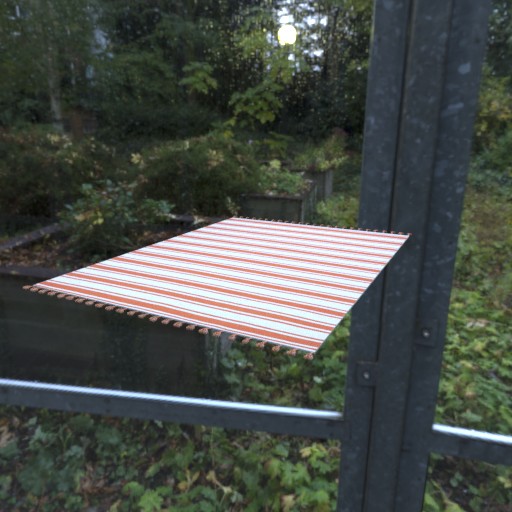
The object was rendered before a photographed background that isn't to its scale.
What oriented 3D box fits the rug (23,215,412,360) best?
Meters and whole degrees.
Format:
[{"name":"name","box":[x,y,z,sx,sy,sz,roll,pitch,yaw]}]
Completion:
[{"name":"rug","box":[0.000,0.000,4.415,2.451,0.035,3.369,8,18,26]}]
